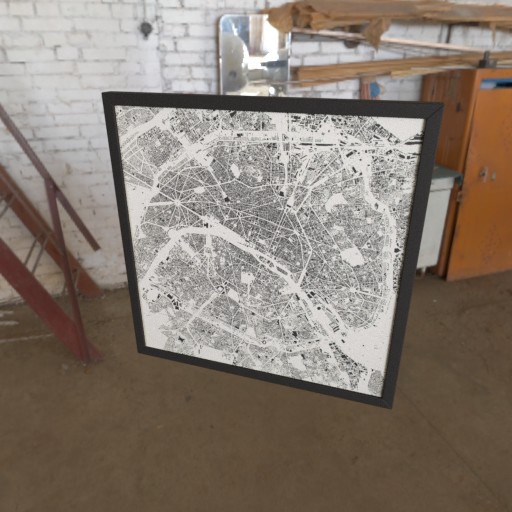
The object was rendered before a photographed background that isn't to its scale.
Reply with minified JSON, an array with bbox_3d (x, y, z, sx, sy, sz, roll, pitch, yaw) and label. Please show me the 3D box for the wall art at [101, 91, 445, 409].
[{"bbox_3d":[0.000,0.000,1.122,0.763,0.763,0.037,8,26,16],"label":"wall art"}]
